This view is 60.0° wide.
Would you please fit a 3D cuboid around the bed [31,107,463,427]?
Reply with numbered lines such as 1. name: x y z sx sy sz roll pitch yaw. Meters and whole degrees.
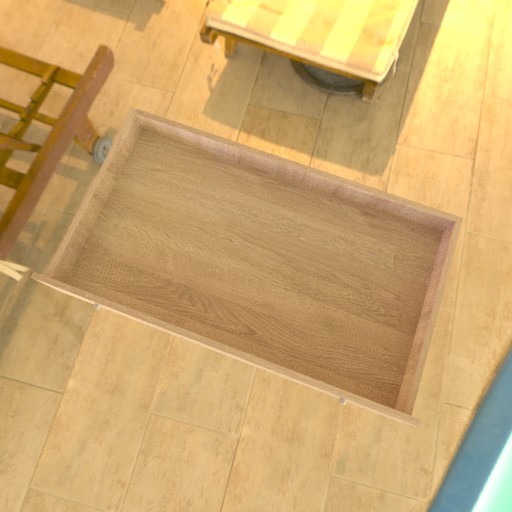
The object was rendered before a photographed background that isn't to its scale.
1. bed: 0.000 0.000 1.458 1.200 0.209 0.685 20 75 6
